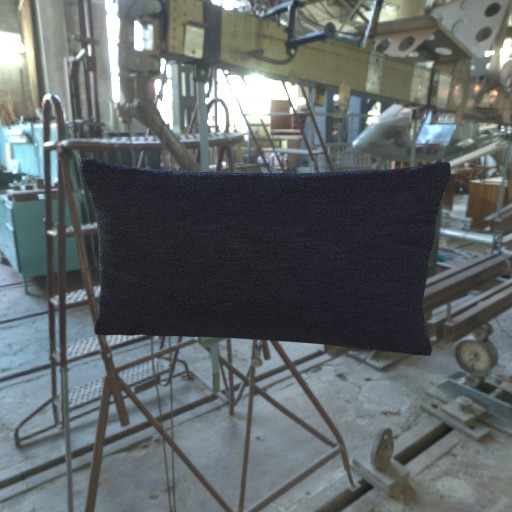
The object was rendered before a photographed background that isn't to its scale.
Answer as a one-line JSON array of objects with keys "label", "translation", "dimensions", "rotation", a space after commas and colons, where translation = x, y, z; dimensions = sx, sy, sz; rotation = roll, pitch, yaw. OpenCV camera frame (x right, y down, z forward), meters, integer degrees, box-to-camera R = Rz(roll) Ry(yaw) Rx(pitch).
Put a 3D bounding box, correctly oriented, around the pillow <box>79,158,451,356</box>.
[{"label": "pillow", "translation": [0.000, 0.000, 0.796], "dimensions": [0.633, 0.338, 0.210], "rotation": [2, 16, 7]}]
